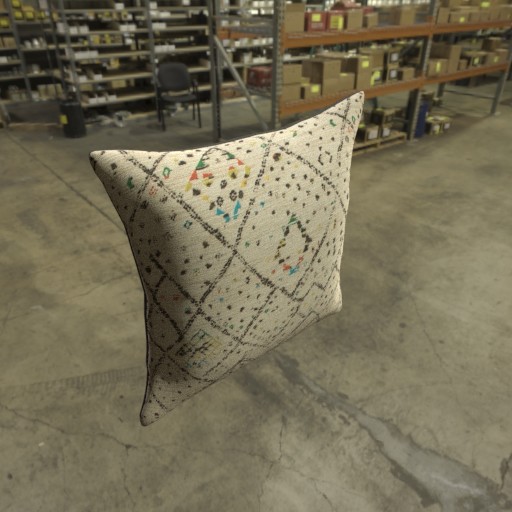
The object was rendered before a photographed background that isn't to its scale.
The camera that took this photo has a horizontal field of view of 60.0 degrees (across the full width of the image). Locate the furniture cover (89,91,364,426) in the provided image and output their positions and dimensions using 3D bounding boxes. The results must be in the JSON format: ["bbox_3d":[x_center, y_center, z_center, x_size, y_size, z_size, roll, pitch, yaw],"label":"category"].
[{"bbox_3d":[0.000,0.000,0.791,0.525,0.498,0.180,-24,38,-34],"label":"furniture cover"}]
